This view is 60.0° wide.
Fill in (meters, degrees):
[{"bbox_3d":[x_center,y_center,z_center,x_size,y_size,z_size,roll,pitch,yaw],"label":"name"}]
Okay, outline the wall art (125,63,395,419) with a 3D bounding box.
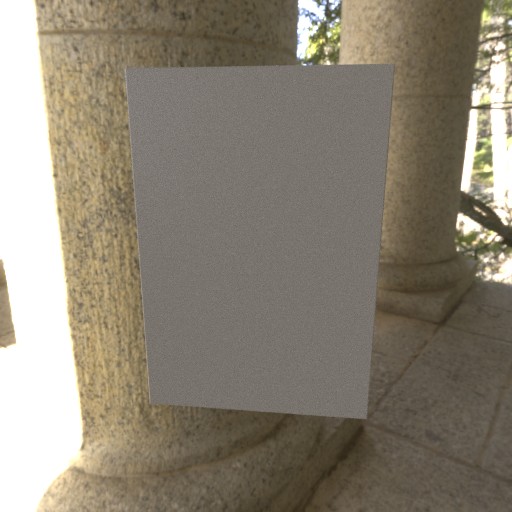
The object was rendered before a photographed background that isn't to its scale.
[{"bbox_3d":[0.000,0.000,1.027,0.556,0.813,0.026,2,16,7],"label":"wall art"}]
